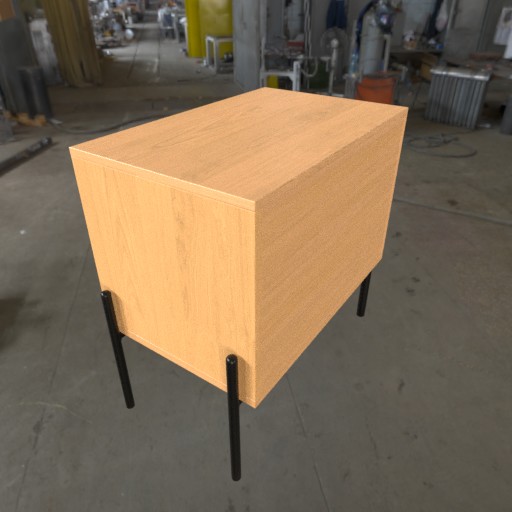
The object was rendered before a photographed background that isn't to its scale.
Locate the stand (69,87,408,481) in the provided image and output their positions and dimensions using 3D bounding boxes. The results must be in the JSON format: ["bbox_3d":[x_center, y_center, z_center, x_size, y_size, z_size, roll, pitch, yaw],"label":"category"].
[{"bbox_3d":[0.000,0.000,1.009,0.400,0.600,0.630,20,37,29],"label":"stand"}]
